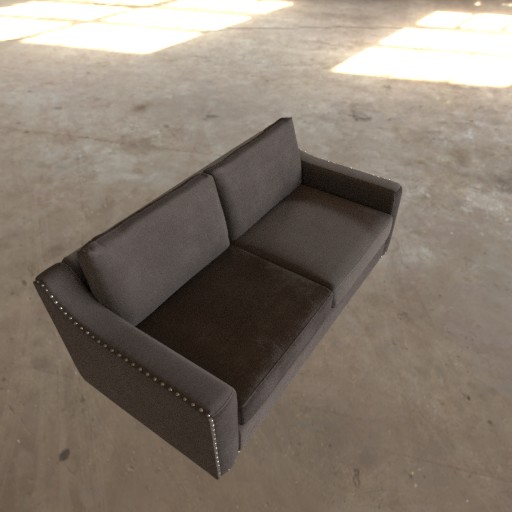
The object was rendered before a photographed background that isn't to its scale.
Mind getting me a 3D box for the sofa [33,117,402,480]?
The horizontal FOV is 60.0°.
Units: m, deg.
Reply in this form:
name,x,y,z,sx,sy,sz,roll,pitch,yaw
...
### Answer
name,x,y,z,sx,sy,sz,roll,pitch,yaw
sofa,0.000,0.000,3.268,1.336,1.196,2.550,24,46,25
